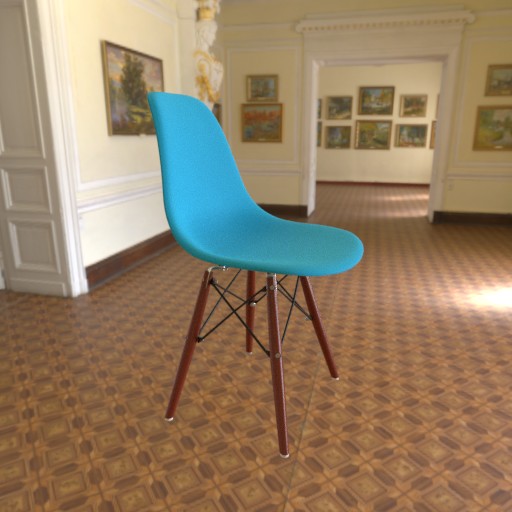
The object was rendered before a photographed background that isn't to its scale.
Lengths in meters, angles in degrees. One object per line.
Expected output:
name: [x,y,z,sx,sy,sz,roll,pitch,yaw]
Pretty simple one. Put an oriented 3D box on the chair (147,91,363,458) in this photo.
chair: [0.000,0.000,1.163,0.533,0.826,0.470,8,17,26]
